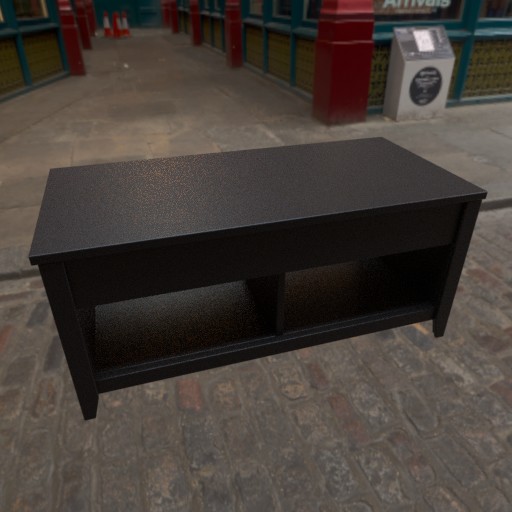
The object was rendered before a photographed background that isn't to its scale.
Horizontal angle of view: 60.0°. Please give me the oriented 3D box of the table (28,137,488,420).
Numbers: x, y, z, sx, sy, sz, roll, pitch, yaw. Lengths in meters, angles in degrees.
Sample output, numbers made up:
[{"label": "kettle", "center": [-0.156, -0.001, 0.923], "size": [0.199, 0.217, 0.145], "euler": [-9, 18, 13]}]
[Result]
[{"label": "table", "center": [0.000, 0.000, 1.248], "size": [1.016, 0.457, 0.483], "euler": [-9, 32, -15]}]
